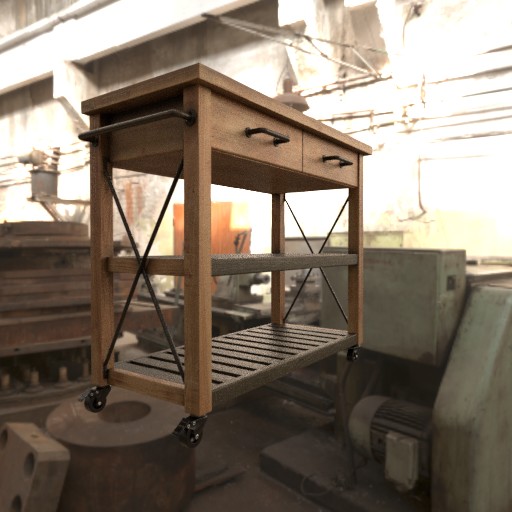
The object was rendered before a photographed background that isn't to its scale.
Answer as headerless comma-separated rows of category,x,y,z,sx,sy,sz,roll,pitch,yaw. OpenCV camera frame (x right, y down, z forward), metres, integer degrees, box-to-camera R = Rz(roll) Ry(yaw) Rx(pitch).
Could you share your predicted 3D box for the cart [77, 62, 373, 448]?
cart,0.000,0.000,0.964,0.298,0.554,0.686,1,2,36
